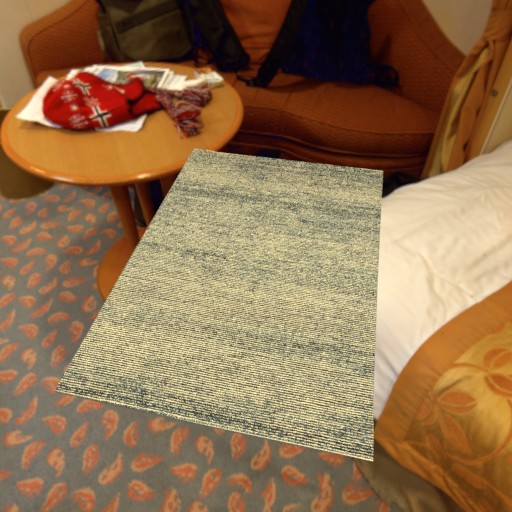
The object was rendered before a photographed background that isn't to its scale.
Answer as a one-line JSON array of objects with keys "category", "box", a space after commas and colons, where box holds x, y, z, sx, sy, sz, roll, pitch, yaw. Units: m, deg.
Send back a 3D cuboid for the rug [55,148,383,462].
[{"category": "rug", "box": [0.000, 0.000, 2.955, 1.624, 0.030, 2.349, 9, 47, 9]}]
